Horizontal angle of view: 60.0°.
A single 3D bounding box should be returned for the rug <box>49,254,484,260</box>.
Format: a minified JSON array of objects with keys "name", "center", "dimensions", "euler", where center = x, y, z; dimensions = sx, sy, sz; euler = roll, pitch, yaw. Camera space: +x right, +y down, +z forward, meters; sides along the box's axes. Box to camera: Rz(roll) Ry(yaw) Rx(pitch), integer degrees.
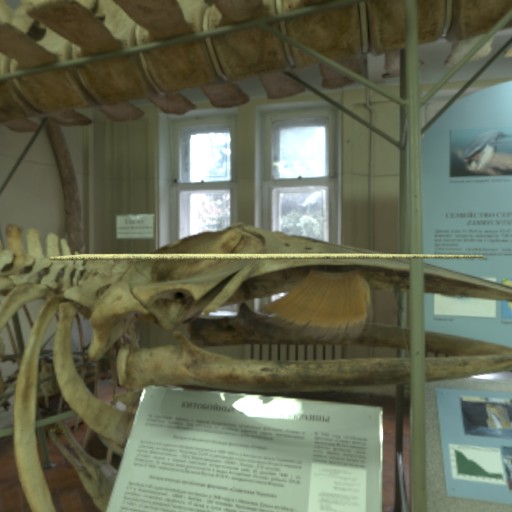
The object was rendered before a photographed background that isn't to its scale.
[{"name":"rug","center":[0.000,0.000,2.381],"dimensions":[1.846,0.014,1.243],"euler":[0,1,-16]}]
